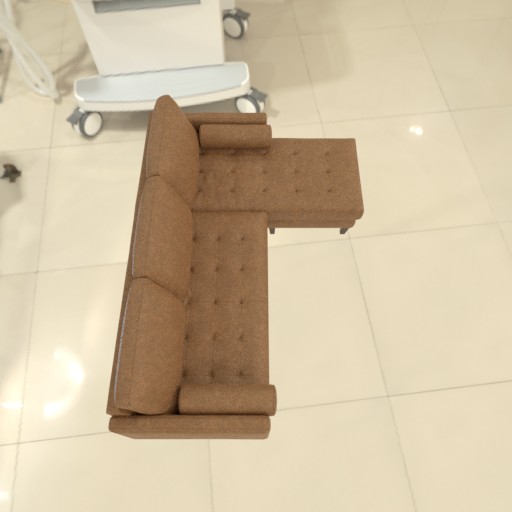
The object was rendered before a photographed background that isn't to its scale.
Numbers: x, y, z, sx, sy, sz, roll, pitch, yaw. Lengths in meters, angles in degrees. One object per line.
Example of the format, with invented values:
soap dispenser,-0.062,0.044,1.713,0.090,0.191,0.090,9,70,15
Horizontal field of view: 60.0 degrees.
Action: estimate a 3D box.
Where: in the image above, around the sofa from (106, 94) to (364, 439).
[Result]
sofa,0.000,0.000,2.880,1.506,0.876,2.178,0,63,0
